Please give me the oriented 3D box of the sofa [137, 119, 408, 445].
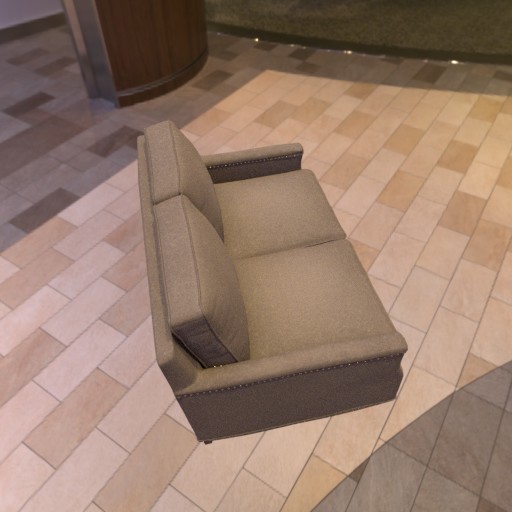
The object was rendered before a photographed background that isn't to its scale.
[{"bbox_3d":[0.000,0.000,2.385,1.084,1.003,1.597,-10,48,-9],"label":"sofa"}]
